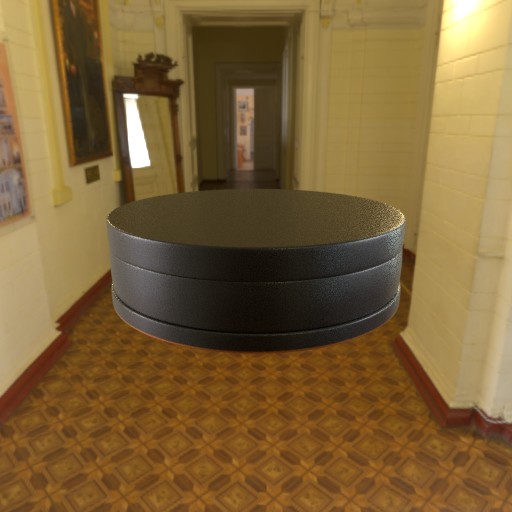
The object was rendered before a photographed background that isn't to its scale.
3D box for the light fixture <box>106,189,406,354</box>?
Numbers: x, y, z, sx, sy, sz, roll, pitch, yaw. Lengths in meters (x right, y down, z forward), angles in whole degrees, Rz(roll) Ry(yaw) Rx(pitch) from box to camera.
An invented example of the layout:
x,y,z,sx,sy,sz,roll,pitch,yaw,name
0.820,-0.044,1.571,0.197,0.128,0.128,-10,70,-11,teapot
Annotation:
x,y,z,sx,sy,sz,roll,pitch,yaw,name
0.000,0.000,0.449,0.283,0.097,0.283,0,17,0,light fixture
